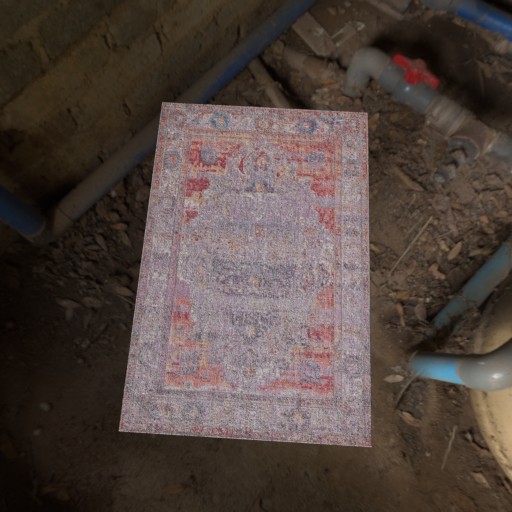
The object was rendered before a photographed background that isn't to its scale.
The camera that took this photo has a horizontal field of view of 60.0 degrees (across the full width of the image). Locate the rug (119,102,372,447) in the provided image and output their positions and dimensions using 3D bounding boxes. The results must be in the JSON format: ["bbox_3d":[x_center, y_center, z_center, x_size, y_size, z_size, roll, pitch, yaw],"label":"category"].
[{"bbox_3d":[0.000,0.000,2.375,1.219,0.005,1.829,3,74,1],"label":"rug"}]
